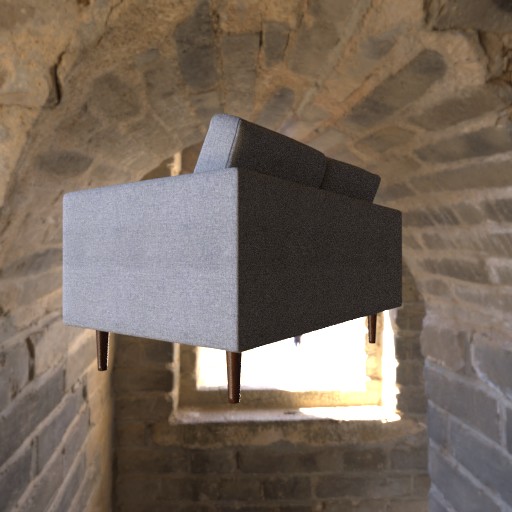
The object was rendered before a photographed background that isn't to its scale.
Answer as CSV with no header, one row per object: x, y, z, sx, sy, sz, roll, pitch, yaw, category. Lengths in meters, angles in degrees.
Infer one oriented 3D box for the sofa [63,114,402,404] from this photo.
0.000,0.000,2.193,0.969,0.973,1.527,0,0,36,sofa
